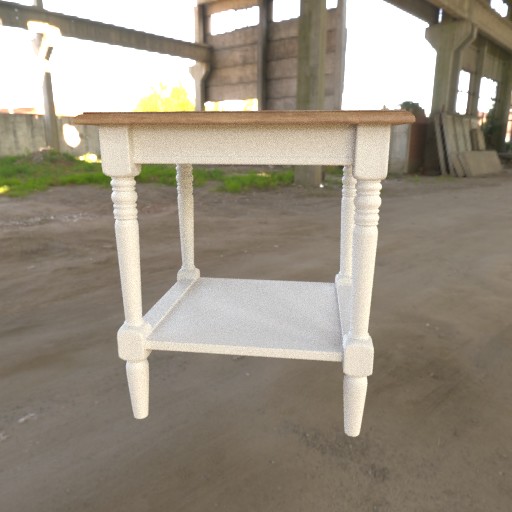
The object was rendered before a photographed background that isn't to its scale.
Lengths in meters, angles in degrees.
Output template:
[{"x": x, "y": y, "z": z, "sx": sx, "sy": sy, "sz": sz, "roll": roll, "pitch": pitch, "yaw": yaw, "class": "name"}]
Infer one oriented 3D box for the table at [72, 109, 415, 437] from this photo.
[{"x": 0.000, "y": 0.000, "z": 0.935, "sx": 0.508, "sy": 0.561, "sz": 0.457, "roll": 2, "pitch": 15, "yaw": 7, "class": "table"}]
